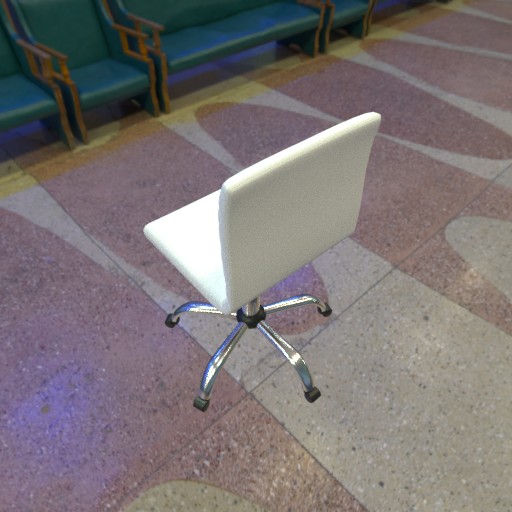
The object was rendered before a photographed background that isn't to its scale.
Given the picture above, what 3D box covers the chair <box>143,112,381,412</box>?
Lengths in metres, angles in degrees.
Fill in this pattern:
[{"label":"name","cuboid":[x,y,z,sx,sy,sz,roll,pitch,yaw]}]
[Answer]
[{"label":"chair","cuboid":[0.000,0.000,1.139,0.556,0.780,0.530,-31,52,-28]}]
